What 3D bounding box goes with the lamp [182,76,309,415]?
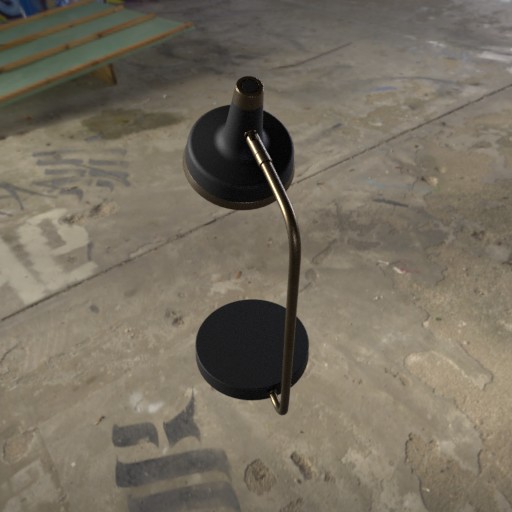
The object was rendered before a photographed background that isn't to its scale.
[{"bbox_3d":[0.000,0.000,0.500,0.162,0.385,0.218,-13,42,-14],"label":"lamp"}]
